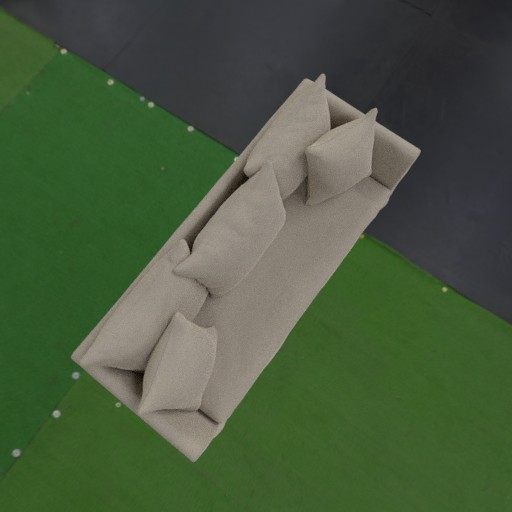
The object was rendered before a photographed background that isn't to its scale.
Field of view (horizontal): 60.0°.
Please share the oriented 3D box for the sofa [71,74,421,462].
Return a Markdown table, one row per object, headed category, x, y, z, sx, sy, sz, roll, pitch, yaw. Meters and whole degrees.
| category | x | y | z | sx | sy | sz | roll | pitch | yaw |
| --- | --- | --- | --- | --- | --- | --- | --- | --- | --- |
| sofa | 0.000 | 0.000 | 3.090 | 1.046 | 1.047 | 2.499 | 36 | 78 | 9 |
